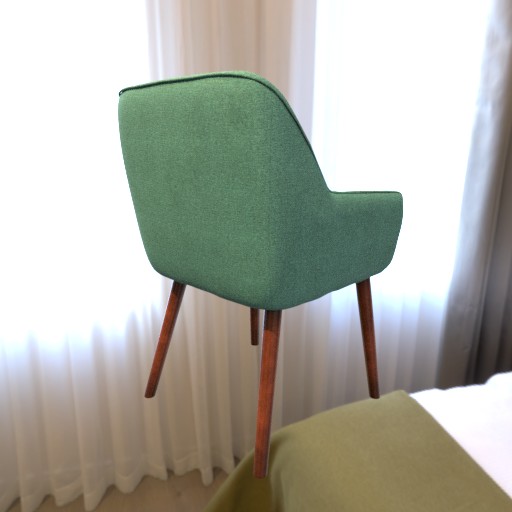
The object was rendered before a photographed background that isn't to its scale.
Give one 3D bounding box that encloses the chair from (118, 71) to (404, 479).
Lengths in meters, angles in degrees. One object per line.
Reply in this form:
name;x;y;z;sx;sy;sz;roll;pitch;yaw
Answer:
chair;0.000;0.000;1.128;0.543;0.803;0.519;14;20;43
